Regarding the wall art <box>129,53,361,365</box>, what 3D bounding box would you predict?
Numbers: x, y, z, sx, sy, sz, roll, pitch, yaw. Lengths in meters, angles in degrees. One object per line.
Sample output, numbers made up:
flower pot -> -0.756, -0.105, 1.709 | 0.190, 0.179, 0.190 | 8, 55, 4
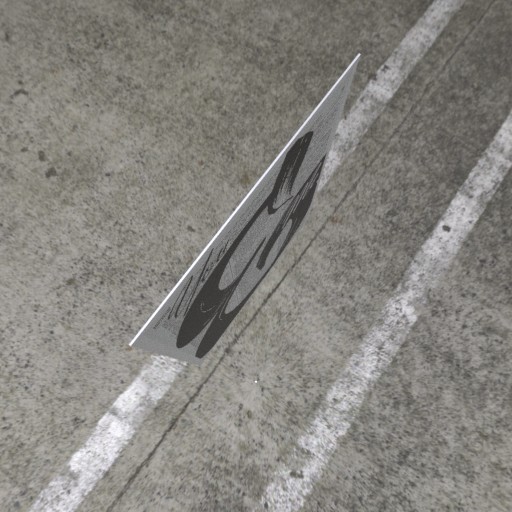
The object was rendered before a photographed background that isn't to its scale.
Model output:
wall art -> 0.000, 0.000, 0.815 | 0.003, 0.609, 0.457 | 35, 77, 9
